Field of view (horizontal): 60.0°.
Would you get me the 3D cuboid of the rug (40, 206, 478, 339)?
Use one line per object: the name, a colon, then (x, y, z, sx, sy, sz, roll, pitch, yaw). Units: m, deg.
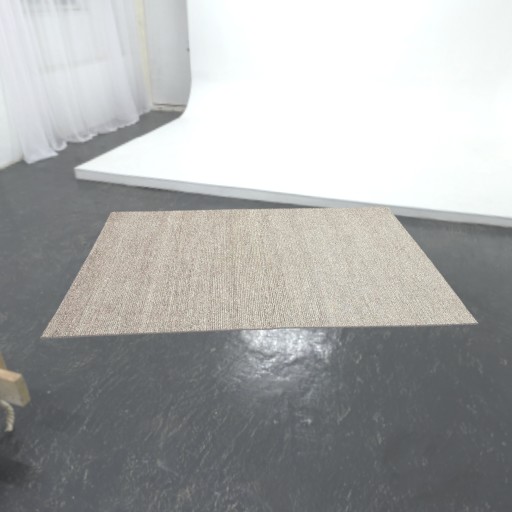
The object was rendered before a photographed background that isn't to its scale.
rug: (0.000, 0.000, 3.039, 2.342, 0.030, 1.609, -1, 29, -2)
